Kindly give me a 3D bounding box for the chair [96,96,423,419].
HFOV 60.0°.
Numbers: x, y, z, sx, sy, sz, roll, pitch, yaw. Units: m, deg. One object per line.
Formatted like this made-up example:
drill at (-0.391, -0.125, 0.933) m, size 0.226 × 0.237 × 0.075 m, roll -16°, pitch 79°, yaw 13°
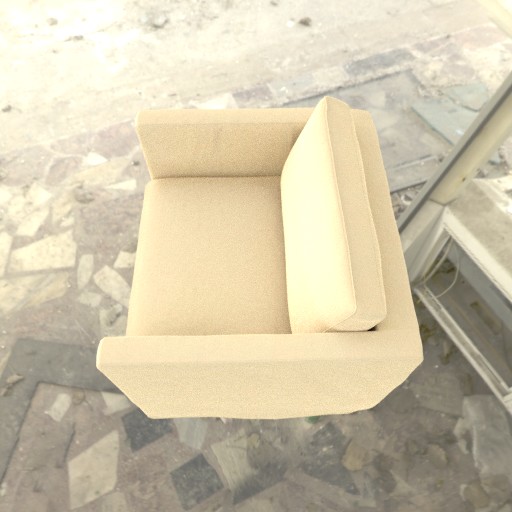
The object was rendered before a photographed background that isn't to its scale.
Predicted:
chair at (0.000, 0.000, 1.718) m, size 0.947 × 0.851 × 1.057 m, roll -1°, pitch 59°, yaw -1°
